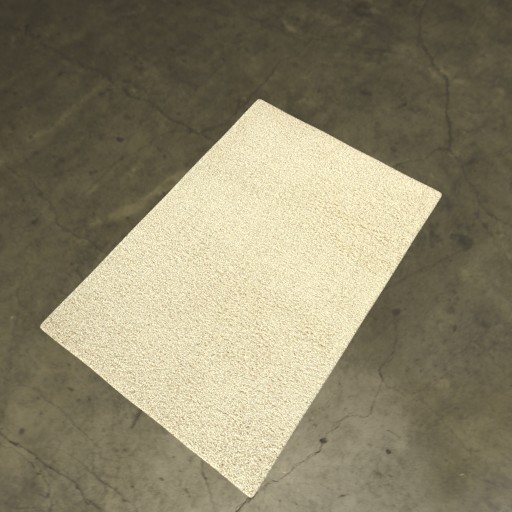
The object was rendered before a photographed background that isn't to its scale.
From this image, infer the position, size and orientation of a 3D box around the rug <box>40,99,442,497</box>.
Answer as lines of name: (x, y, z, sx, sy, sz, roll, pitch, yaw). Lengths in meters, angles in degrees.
rug: (0.000, 0.000, 2.236, 1.219, 0.030, 1.778, 32, 68, 15)
